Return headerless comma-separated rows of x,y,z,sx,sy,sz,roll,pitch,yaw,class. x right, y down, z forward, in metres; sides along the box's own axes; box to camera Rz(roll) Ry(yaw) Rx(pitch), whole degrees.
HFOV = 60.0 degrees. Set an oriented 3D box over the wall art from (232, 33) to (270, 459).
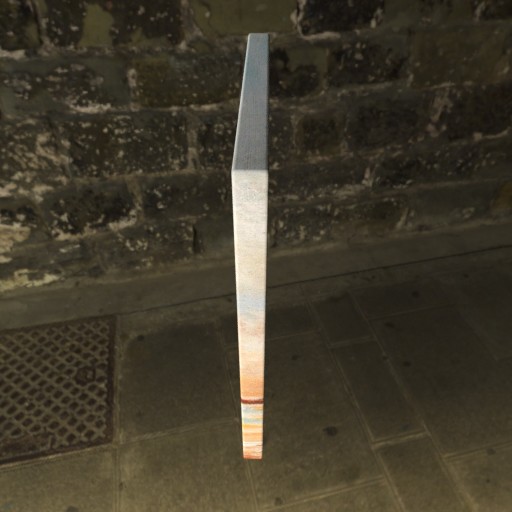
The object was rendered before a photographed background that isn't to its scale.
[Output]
0.000,0.000,0.777,0.035,0.605,0.443,1,42,1,wall art
